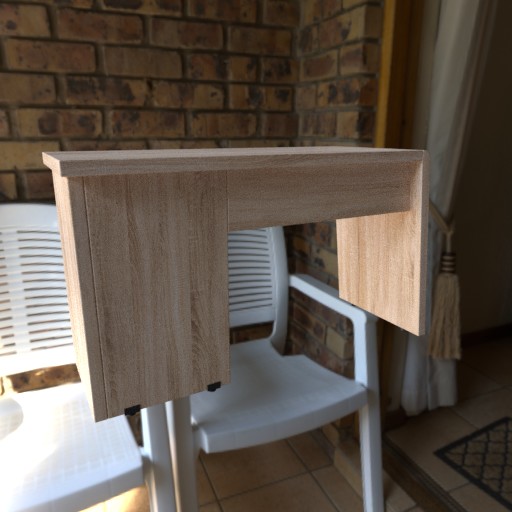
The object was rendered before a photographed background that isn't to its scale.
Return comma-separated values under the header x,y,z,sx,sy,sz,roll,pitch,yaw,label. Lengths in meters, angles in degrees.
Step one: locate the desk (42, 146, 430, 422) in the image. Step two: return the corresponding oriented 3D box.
x,y,z,sx,sy,sz,roll,pitch,yaw,label
0.000,0.000,1.622,1.300,0.750,0.500,-8,18,-28,desk
